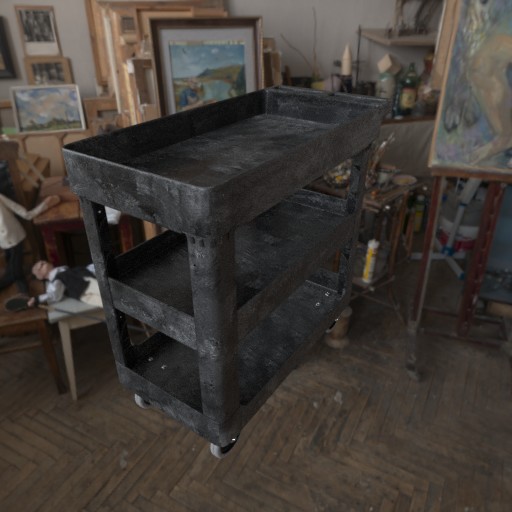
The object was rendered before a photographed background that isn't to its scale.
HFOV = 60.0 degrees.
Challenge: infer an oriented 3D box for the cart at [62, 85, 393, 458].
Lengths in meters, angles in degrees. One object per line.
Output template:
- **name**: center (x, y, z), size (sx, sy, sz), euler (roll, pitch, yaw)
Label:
- **cart**: center (0.000, 0.000, 1.348), size (0.420, 0.824, 0.877), euler (20, 36, 29)
